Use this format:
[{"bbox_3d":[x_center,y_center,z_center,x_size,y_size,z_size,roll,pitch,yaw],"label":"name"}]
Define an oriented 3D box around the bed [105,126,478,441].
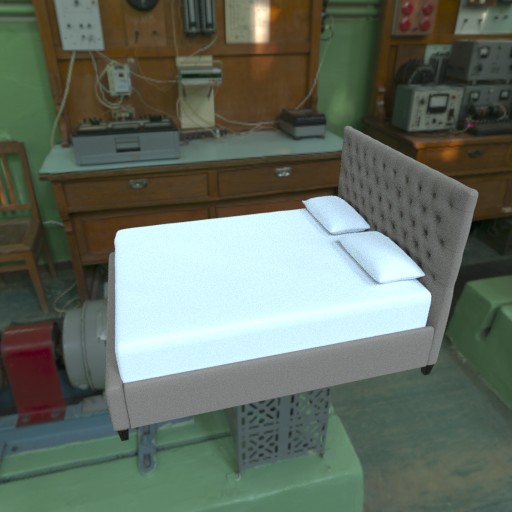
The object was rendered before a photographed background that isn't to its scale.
[{"bbox_3d":[0.000,0.000,3.322,2.233,1.426,1.696,-8,30,-13],"label":"bed"}]
